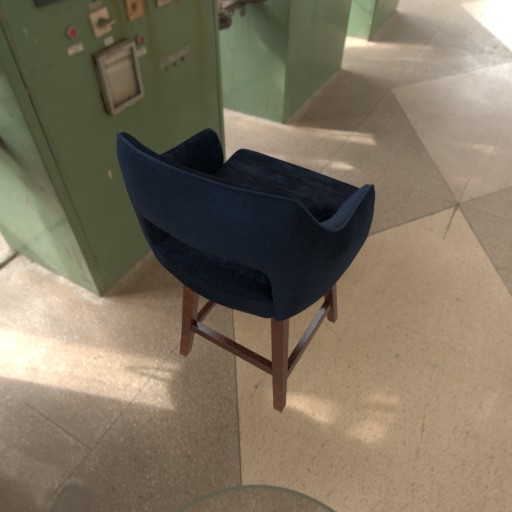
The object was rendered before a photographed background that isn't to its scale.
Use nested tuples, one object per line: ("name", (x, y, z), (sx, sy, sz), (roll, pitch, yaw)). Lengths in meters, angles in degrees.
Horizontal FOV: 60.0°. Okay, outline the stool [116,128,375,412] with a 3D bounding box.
("stool", (0.000, 0.000, 1.296), (0.550, 0.940, 0.560), (24, 51, 21))
